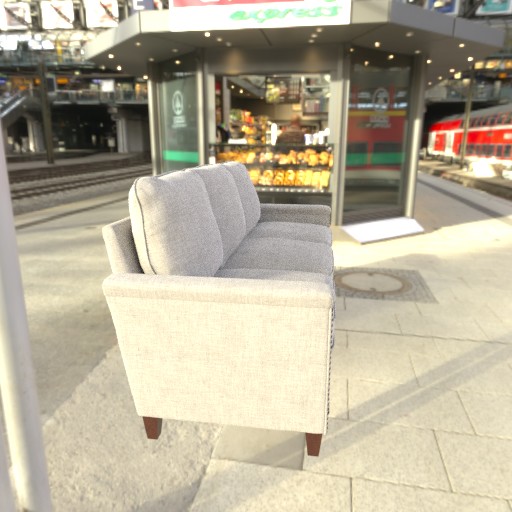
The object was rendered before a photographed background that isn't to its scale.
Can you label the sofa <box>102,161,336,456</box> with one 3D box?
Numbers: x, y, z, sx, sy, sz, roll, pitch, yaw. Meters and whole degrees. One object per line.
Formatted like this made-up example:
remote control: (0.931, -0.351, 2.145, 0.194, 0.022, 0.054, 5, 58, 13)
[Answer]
sofa: (0.000, 0.000, 2.382, 0.828, 0.959, 1.925, 2, 15, 9)
